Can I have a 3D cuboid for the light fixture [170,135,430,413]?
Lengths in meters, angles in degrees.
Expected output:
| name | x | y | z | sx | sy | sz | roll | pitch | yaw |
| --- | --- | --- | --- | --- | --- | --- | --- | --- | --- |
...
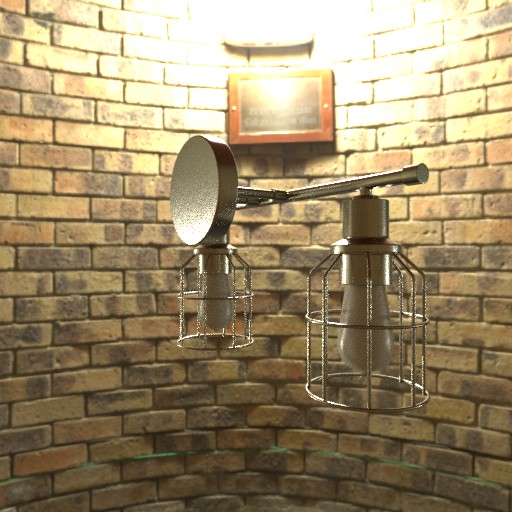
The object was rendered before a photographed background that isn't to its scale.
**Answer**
| name | x | y | z | sx | sy | sz | roll | pitch | yaw |
| --- | --- | --- | --- | --- | --- | --- | --- | --- | --- |
| light fixture | 0.000 | 0.000 | 0.516 | 0.165 | 0.254 | 0.406 | 0 | 0 | -35 |
